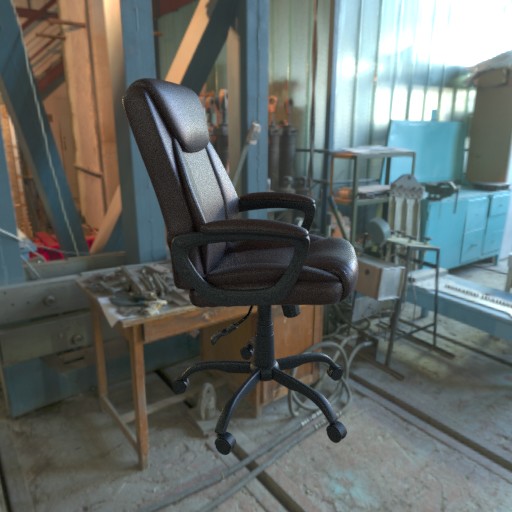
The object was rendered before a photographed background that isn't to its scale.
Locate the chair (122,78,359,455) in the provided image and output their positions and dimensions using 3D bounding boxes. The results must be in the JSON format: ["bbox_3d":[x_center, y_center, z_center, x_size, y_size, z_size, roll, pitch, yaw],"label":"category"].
[{"bbox_3d":[0.000,0.000,1.455,0.655,1.072,0.615,3,16,9],"label":"chair"}]
